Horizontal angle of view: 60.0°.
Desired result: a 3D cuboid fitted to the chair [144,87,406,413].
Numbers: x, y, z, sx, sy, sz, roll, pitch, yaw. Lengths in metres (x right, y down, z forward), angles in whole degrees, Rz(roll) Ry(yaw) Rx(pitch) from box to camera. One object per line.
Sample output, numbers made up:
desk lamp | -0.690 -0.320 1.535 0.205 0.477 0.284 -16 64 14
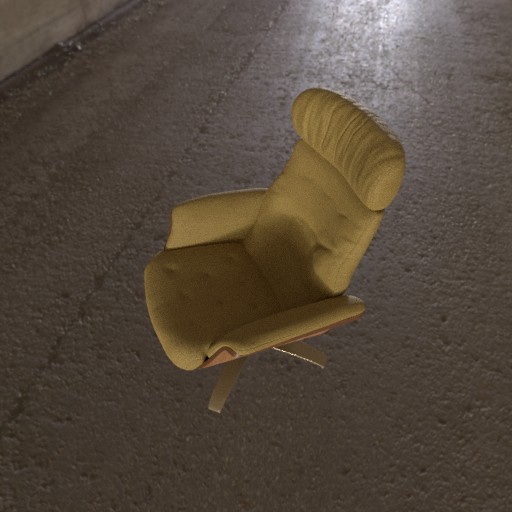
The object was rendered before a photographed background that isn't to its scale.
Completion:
chair | 0.000 0.000 1.621 0.837 0.995 0.785 -16 47 -16
